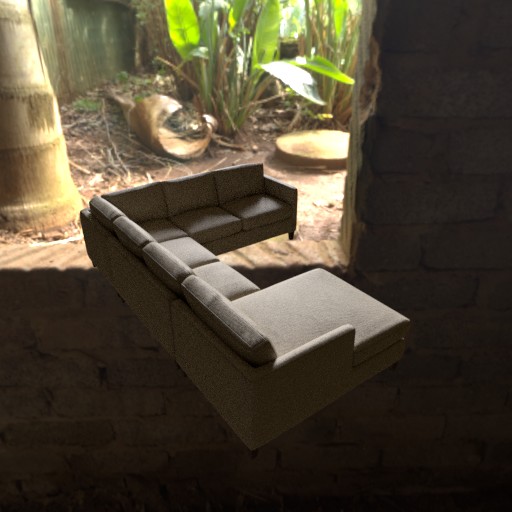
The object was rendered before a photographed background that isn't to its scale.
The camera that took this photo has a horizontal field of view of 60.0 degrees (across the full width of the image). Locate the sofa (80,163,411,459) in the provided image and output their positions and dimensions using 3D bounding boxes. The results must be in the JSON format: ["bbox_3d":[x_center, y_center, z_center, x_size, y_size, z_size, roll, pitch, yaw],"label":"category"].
[{"bbox_3d":[0.000,0.000,4.646,2.593,0.959,3.460,-19,33,-31],"label":"sofa"}]
